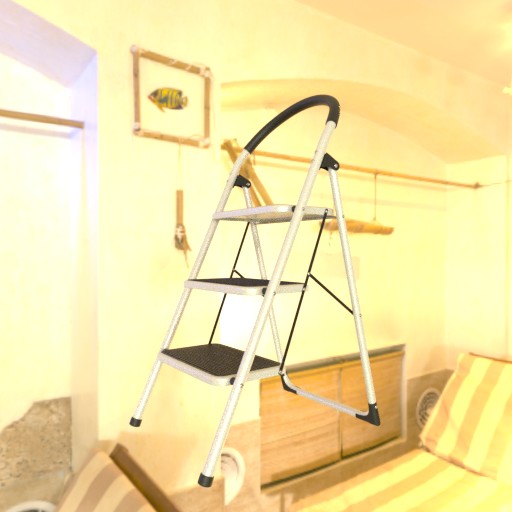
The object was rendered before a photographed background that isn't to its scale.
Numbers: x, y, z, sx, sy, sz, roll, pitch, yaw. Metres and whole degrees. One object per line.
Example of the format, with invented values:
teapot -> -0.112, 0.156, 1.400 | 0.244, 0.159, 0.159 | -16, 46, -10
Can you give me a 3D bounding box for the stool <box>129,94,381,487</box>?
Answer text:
stool -> 0.000, 0.000, 1.437 | 0.676, 1.109, 0.485 | 0, 1, -36
